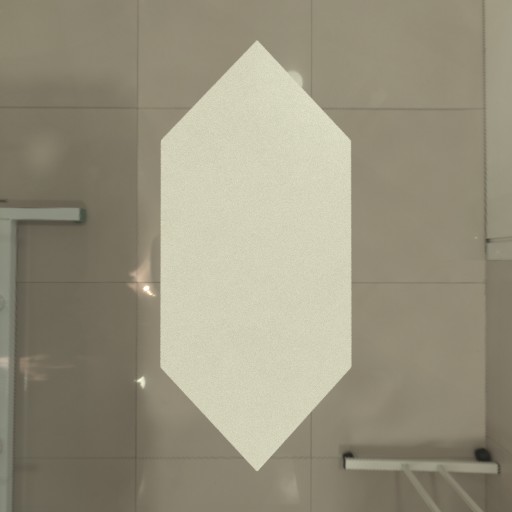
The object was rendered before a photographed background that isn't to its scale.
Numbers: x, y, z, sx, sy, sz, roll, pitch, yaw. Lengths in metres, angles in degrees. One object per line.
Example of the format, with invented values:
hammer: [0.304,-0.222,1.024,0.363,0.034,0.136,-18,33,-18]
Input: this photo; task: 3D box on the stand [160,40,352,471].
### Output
stand: [0.000,0.000,1.406,0.477,0.614,1.072,0,89,0]
